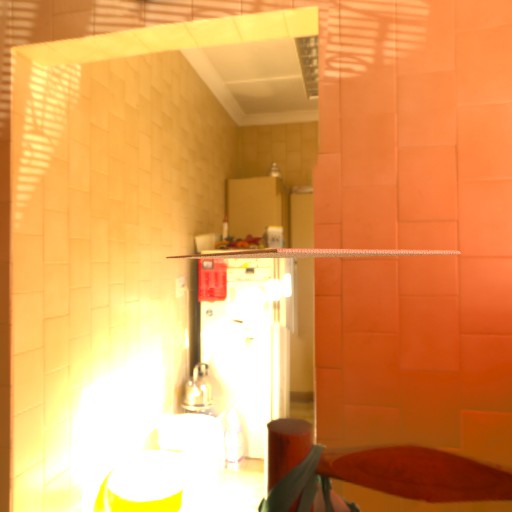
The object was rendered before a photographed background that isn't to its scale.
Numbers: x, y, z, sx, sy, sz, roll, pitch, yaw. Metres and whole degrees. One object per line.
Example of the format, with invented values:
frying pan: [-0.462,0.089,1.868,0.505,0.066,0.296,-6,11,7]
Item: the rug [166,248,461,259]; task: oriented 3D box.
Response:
rug: [0.000,0.000,2.469,0.678,0.014,2.276,0,-1,-19]
